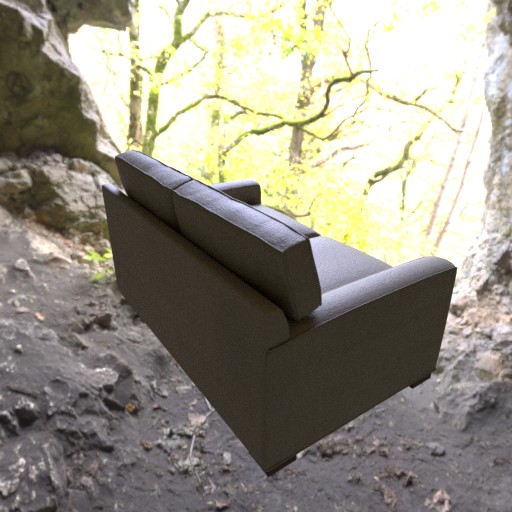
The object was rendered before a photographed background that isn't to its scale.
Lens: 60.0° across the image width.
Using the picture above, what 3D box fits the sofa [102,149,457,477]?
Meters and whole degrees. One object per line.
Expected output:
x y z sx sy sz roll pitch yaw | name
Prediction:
0.000 0.000 2.096 0.940 0.853 1.484 -17 30 -31 | sofa
